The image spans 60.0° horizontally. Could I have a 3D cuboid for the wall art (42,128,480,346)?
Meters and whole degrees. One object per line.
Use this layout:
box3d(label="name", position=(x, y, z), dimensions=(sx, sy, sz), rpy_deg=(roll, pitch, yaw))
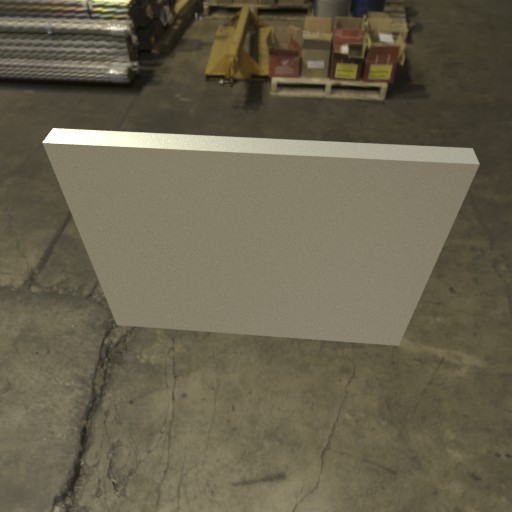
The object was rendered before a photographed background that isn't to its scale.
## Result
box3d(label="wall art", position=(0.000, 0.000, 1.385), dimensions=(1.056, 0.801, 0.066), rpy_deg=(4, 47, 3))
